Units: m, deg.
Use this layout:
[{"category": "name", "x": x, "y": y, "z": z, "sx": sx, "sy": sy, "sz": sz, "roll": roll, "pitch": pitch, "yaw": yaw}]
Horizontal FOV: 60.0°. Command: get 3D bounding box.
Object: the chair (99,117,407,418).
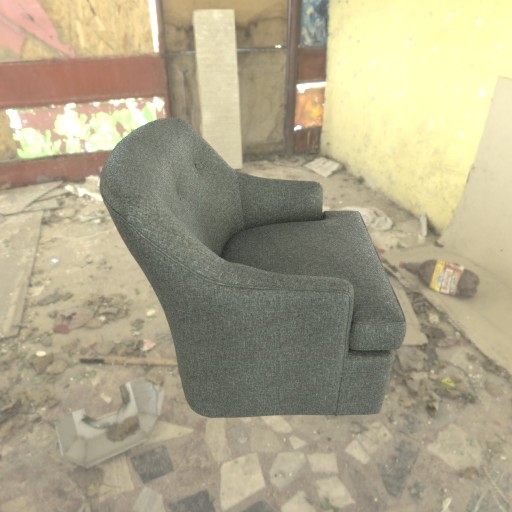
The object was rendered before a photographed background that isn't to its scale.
[{"category": "chair", "x": 0.000, "y": 0.000, "z": 1.626, "sx": 0.923, "sy": 0.856, "sz": 0.864, "roll": 0, "pitch": 31, "yaw": 0}]
